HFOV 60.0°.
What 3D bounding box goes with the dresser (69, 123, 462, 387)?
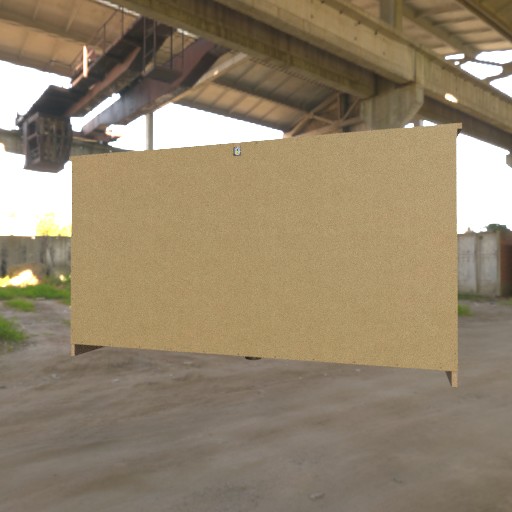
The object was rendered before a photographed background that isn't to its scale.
[{"bbox_3d":[0.000,0.000,1.657,1.360,0.755,0.401,0,0,18],"label":"dresser"}]
